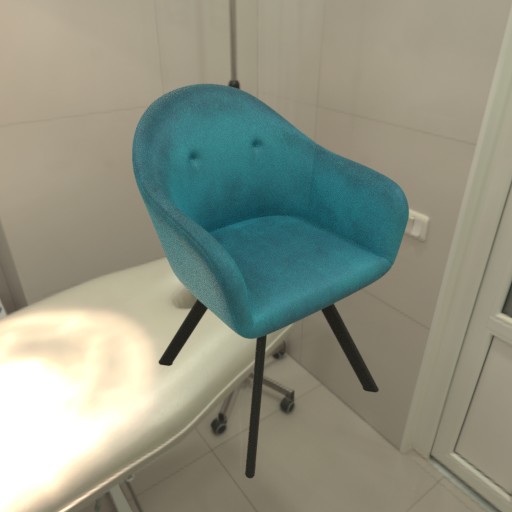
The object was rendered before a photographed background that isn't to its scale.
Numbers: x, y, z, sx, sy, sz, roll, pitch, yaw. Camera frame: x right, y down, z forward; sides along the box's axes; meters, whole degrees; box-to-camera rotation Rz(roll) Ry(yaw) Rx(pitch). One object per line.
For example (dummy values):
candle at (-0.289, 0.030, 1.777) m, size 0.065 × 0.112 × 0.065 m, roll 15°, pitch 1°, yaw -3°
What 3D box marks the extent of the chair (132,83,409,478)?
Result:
chair at (0.000, 0.000, 1.152) m, size 0.540 × 0.780 × 0.570 m, roll -20°, pitch 36°, yaw -31°
